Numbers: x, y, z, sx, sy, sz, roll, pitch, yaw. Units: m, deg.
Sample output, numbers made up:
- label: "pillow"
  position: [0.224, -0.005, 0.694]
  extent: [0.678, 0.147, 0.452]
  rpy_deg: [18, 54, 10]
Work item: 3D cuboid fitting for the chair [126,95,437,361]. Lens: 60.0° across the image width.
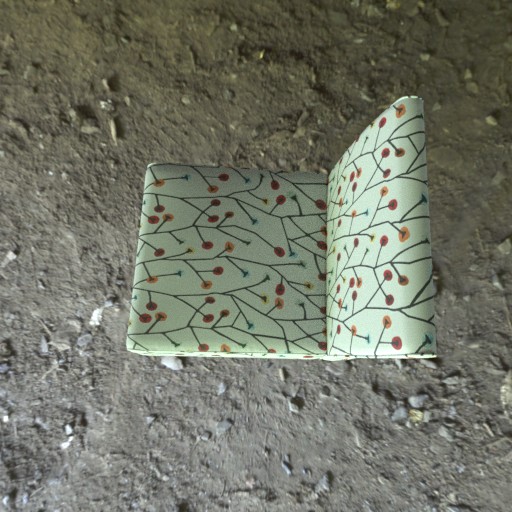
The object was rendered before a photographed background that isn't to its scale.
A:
- label: "chair"
  position: [0.000, 0.000, 1.307]
  extent: [0.732, 0.813, 0.597]
  rpy_deg: [3, 76, 1]
